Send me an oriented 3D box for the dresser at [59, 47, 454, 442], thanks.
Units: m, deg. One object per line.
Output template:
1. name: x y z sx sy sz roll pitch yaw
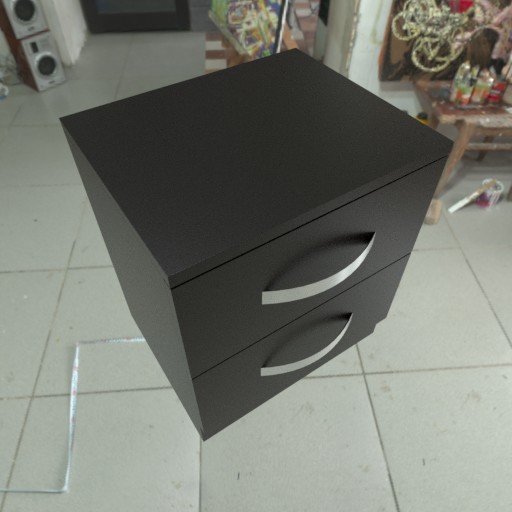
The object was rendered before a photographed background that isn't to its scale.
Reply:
1. dresser: 0.000 0.000 0.747 0.400 0.470 0.360 -26 53 -22
